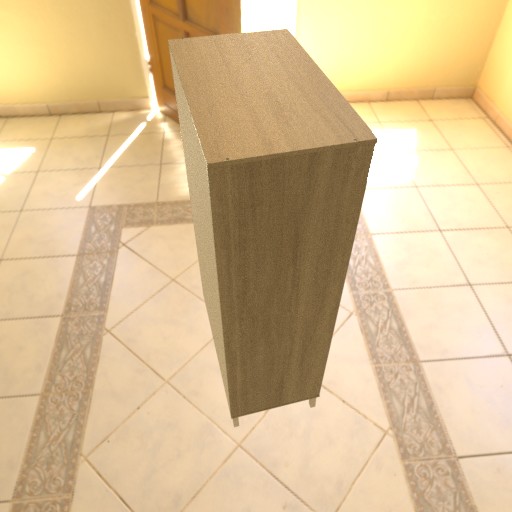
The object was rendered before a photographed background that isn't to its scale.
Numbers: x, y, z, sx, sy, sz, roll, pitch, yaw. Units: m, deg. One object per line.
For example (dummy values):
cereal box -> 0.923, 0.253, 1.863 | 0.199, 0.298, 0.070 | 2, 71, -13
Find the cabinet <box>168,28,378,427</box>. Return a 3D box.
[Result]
cabinet -> 0.000, 0.000, 2.468 | 0.571, 1.999, 1.006 | -11, 47, -10
